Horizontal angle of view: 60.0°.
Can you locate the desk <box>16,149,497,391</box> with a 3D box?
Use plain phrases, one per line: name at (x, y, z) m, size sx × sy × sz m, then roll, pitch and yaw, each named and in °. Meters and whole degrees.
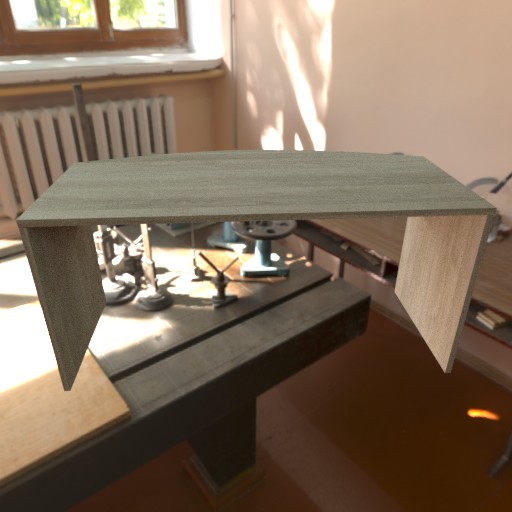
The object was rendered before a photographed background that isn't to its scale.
desk at (0.000, 0.000, 2.002) m, size 1.600 × 0.752 × 0.802 m, roll -2°, pitch 28°, yaw -3°
